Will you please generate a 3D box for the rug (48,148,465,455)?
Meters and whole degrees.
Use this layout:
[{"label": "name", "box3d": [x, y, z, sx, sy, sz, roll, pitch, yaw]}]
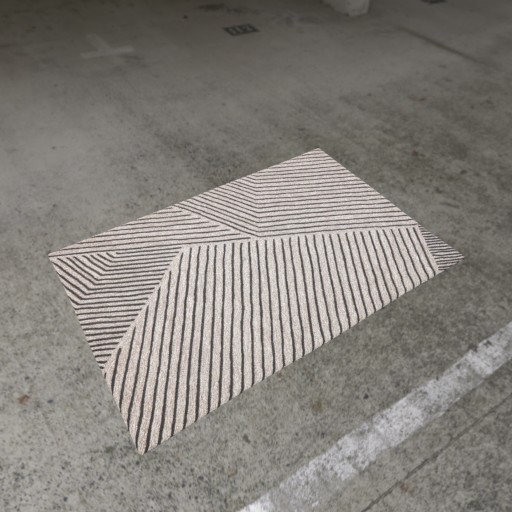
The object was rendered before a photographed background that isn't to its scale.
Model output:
[{"label": "rug", "box3d": [0.000, 0.000, 2.347, 1.842, 0.019, 1.237, -26, 52, -22]}]
